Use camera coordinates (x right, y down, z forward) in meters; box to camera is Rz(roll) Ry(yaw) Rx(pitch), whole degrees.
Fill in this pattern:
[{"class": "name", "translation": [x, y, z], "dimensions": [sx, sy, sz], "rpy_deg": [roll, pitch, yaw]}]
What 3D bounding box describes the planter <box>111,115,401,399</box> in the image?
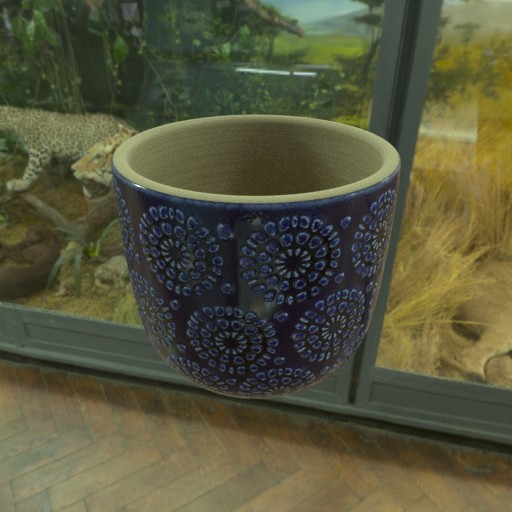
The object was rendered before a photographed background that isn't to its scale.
[{"class": "planter", "translation": [0.000, 0.000, 0.296], "dimensions": [0.165, 0.149, 0.165], "rpy_deg": [0, 30, 0]}]
